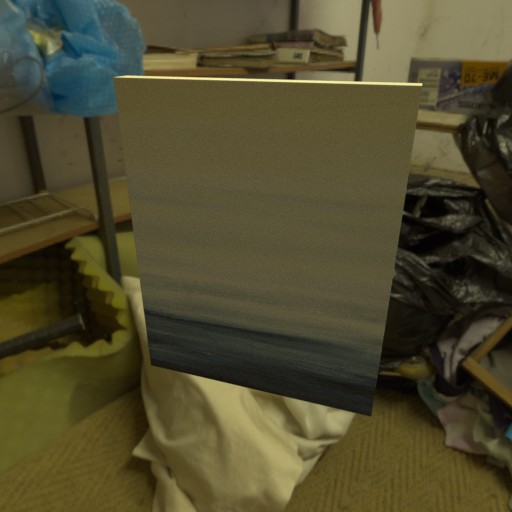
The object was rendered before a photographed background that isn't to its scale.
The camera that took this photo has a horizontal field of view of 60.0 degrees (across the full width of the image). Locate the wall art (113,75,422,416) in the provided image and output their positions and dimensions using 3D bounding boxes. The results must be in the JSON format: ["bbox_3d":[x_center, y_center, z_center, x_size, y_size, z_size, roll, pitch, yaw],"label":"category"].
[{"bbox_3d":[0.000,0.000,0.822,0.489,0.608,0.040,8,27,16],"label":"wall art"}]
